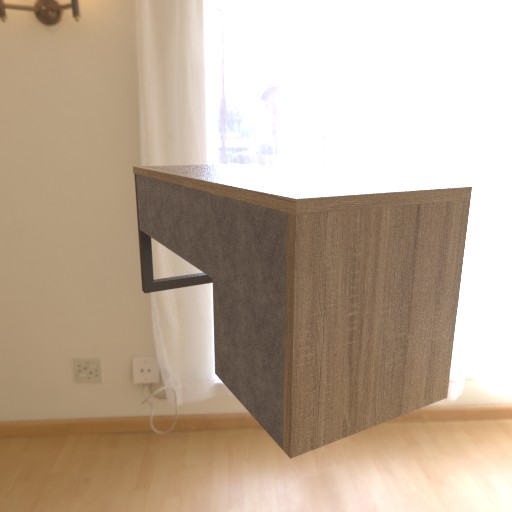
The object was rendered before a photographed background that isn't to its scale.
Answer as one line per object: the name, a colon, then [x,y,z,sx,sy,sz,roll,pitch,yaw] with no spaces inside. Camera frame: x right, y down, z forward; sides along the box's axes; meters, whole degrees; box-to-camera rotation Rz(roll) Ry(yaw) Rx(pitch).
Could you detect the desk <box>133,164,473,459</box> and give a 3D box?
desk: [0.000,0.000,2.070,0.690,0.760,1.700,-8,16,-27]
